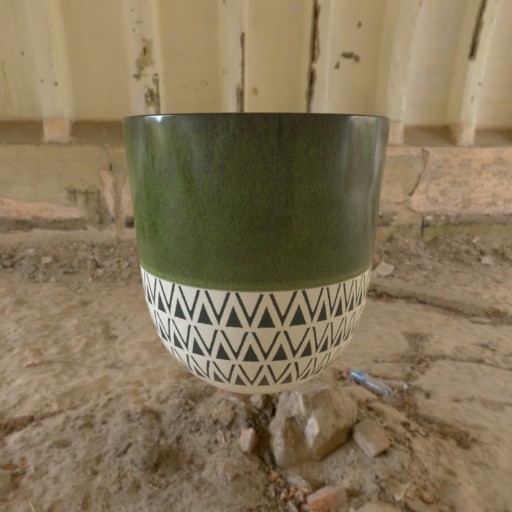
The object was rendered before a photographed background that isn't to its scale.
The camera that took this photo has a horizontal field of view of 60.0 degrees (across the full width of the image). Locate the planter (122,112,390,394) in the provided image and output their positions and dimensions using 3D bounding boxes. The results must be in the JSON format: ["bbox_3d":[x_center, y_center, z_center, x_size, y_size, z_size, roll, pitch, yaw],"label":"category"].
[{"bbox_3d":[0.000,0.000,0.456,0.245,0.270,0.245,0,15,0],"label":"planter"}]
